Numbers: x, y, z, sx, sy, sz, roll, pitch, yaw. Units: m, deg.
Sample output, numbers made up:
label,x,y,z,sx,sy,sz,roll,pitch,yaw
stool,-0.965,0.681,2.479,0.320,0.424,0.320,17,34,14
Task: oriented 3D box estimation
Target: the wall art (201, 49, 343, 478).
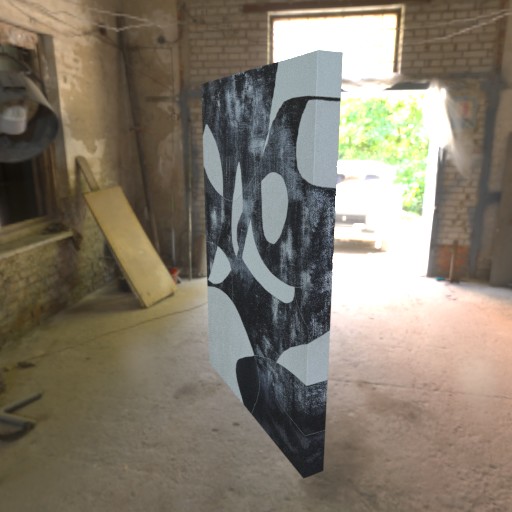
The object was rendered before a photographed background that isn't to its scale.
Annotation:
label,x,y,z,sx,sy,sz,roll,pitch,yaw
wall art,0.000,0.000,0.788,0.039,0.610,0.407,-7,17,-26
